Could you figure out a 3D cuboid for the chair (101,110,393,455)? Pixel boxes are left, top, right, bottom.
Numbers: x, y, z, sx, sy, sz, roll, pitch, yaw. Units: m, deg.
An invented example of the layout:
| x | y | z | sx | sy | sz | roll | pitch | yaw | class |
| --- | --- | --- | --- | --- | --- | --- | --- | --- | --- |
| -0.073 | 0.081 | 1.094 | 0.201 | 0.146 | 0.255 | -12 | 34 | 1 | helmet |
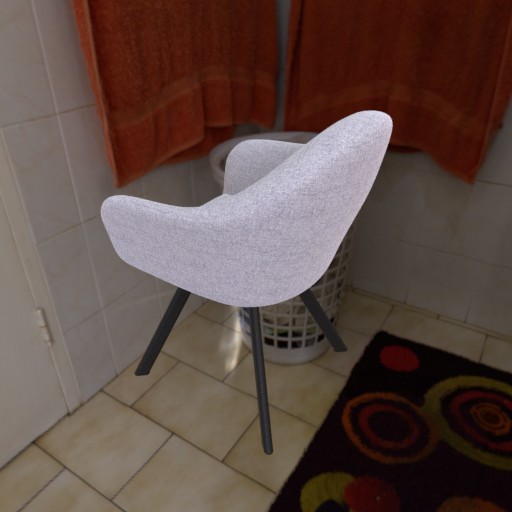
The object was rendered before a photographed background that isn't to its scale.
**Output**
| x | y | z | sx | sy | sz | roll | pitch | yaw | class |
| --- | --- | --- | --- | --- | --- | --- | --- | --- | --- |
| 0.000 | 0.000 | 1.145 | 0.570 | 0.780 | 0.540 | 19 | 36 | 29 | chair |
